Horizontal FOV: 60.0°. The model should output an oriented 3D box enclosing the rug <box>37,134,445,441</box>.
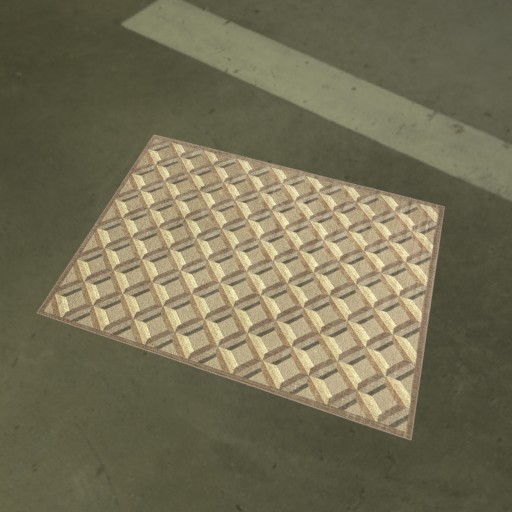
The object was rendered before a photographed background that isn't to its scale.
[{"bbox_3d":[0.000,0.000,4.234,3.294,0.018,2.382,16,59,10],"label":"rug"}]
